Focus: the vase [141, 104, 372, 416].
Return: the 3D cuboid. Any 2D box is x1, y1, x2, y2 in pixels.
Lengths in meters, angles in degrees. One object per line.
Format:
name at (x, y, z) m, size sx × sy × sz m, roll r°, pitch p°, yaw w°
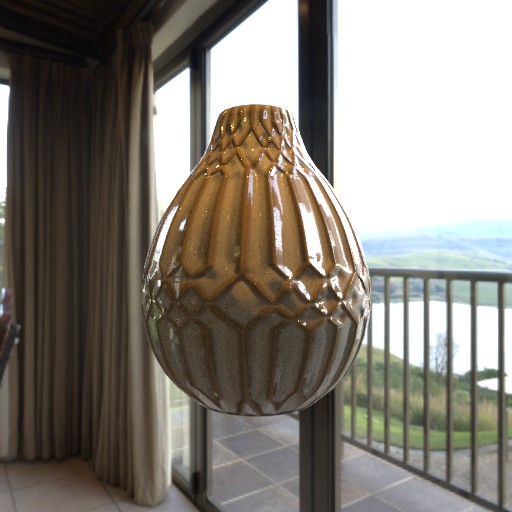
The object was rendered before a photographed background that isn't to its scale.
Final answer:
vase at (0.000, 0.000, 0.316) m, size 0.159 × 0.200 × 0.159 m, roll 0°, pitch 0°, yaw 0°
